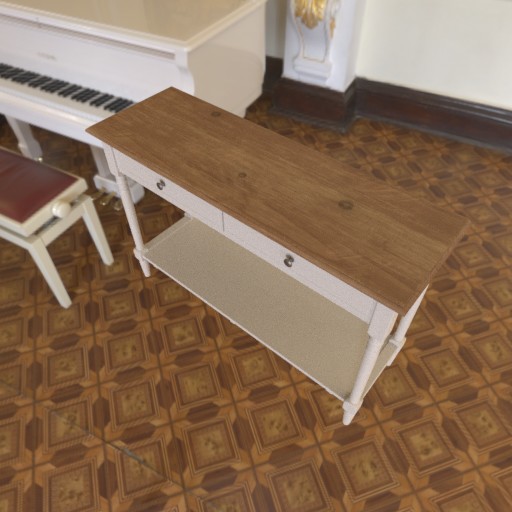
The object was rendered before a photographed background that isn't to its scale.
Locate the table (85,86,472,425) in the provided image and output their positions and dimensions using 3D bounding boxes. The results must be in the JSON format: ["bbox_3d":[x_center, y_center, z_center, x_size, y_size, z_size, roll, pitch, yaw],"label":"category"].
[{"bbox_3d":[0.000,0.000,1.667,1.219,0.800,0.399,32,55,26],"label":"table"}]
